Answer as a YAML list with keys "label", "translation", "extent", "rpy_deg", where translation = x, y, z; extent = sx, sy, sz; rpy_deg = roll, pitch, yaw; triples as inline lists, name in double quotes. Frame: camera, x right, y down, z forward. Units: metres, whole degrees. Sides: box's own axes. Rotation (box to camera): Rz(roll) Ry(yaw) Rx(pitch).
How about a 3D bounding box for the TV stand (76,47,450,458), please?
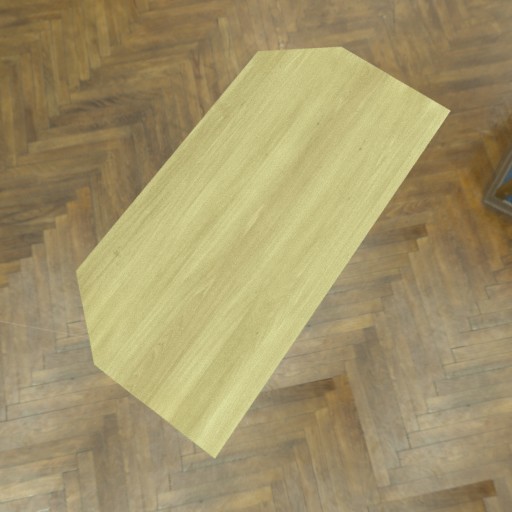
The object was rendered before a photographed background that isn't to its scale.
- label: "TV stand"
  translation: [0.000, 0.000, 1.278]
  extent: [0.425, 0.781, 0.851]
  rpy_deg: [35, 78, 8]
